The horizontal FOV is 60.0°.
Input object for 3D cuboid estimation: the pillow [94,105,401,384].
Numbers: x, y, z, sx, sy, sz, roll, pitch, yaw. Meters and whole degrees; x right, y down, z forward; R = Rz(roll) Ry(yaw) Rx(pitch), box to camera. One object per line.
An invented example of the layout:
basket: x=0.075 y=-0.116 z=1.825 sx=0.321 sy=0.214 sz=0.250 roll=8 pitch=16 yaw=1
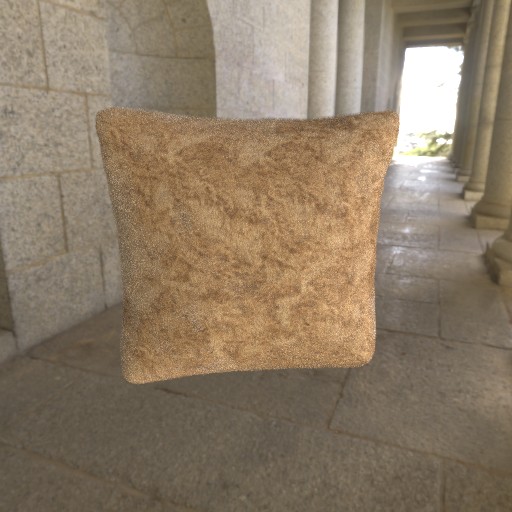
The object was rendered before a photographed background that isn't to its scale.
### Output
pillow: x=0.000 y=0.000 z=0.817 sx=0.538 sy=0.525 sz=0.216 roll=-2 pitch=16 yaw=-7
